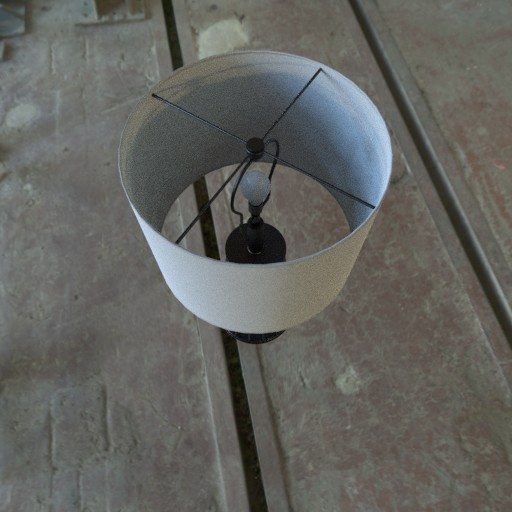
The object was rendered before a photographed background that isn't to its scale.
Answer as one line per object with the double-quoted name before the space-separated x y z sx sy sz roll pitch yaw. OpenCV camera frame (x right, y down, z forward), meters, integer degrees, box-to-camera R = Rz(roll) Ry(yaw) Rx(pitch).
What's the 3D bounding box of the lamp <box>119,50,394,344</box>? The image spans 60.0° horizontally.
"lamp" 0.000 0.000 0.787 0.322 0.593 0.322 30 67 14
